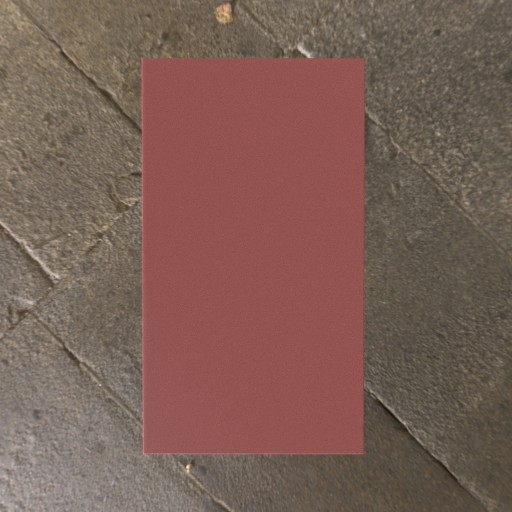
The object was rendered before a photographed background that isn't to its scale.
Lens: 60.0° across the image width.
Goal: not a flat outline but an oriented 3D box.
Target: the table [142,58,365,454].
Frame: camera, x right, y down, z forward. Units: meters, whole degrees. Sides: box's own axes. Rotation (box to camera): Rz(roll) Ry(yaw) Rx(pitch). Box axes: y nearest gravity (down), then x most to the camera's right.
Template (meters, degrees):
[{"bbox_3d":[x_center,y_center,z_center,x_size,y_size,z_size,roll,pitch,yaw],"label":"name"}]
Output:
[{"bbox_3d":[0.000,0.000,1.441,0.612,0.493,1.068,0,91,0],"label":"table"}]
